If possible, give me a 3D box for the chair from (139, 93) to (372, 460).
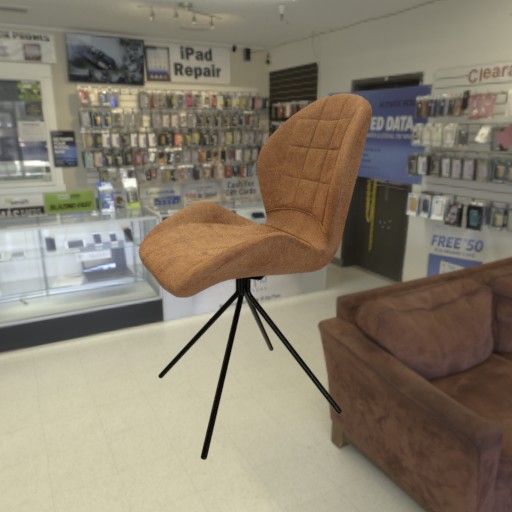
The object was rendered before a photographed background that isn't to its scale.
[{"bbox_3d":[0.000,0.000,1.325,0.640,0.929,0.527,-8,18,-25],"label":"chair"}]
